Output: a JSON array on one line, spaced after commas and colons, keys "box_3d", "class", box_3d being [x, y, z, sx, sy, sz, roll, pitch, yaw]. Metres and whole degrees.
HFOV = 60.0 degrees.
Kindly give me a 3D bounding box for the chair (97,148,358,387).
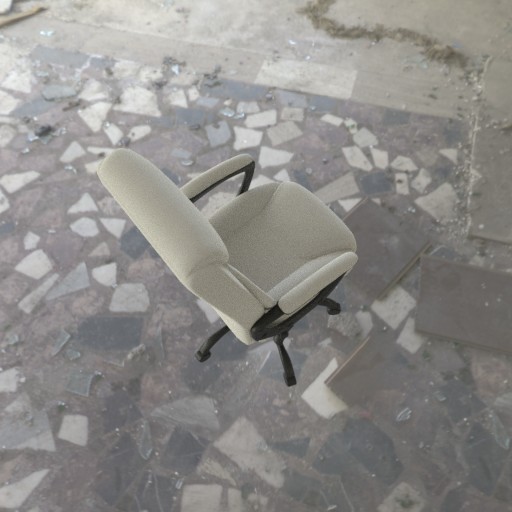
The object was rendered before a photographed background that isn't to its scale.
[{"box_3d": [0.000, 0.000, 1.490, 0.669, 1.065, 0.663, -34, 65, -19], "class": "chair"}]
